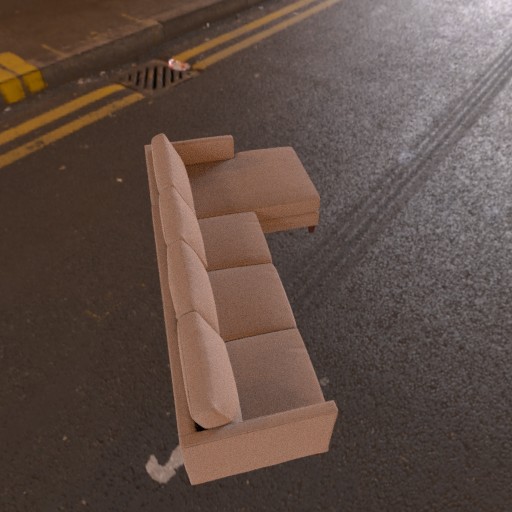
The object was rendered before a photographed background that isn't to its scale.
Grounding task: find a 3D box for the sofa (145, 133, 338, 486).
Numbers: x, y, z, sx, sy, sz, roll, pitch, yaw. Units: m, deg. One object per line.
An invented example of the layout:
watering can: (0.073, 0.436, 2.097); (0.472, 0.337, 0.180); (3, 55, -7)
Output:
sofa: (0.000, 0.000, 3.800); (1.625, 0.861, 3.186); (-10, 47, -9)
